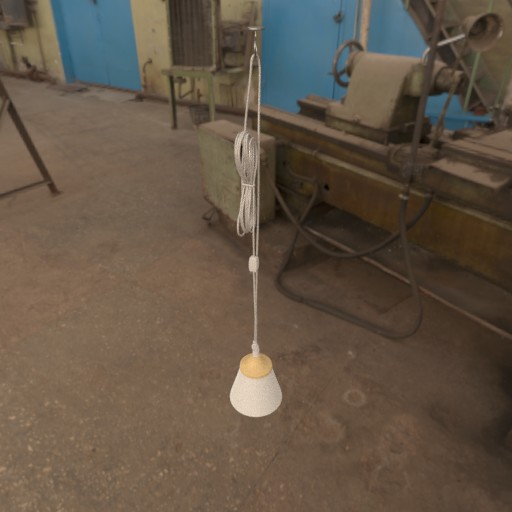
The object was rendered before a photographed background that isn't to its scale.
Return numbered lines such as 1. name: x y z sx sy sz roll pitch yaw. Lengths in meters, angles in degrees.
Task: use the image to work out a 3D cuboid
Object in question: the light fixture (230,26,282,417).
1. light fixture: 0.000 0.000 1.050 0.153 0.966 0.153 21 38 30
